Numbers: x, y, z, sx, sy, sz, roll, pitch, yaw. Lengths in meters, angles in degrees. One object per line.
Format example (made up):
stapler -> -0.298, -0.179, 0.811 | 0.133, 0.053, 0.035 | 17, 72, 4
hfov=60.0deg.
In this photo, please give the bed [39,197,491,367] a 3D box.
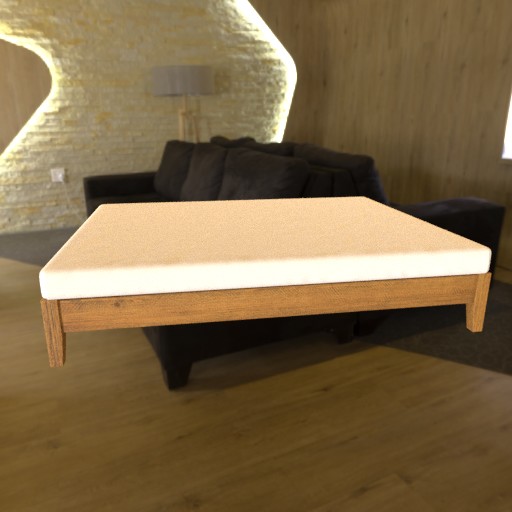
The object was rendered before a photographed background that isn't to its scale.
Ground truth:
bed -> 0.000, 0.000, 2.679 | 2.016, 0.431, 1.536 | -3, 17, -9
